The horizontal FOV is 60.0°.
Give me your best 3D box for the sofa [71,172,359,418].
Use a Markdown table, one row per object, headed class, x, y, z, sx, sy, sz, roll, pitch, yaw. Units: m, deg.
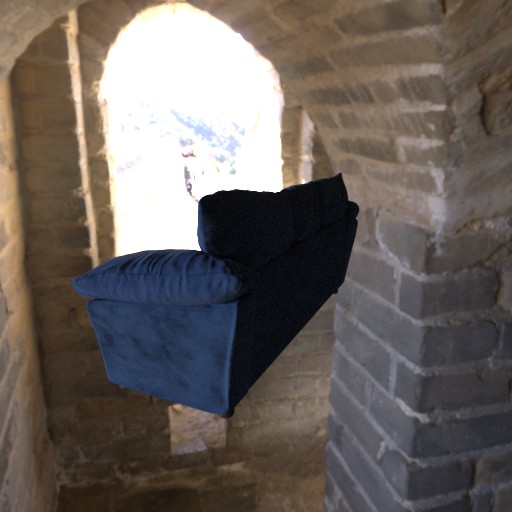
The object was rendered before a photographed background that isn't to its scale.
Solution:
| class | x | y | z | sx | sy | sz | roll | pitch | yaw |
| --- | --- | --- | --- | --- | --- | --- | --- | --- | --- |
| sofa | 0.000 | 0.000 | 2.966 | 0.907 | 1.091 | 2.390 | 7 | 17 | 24 |
